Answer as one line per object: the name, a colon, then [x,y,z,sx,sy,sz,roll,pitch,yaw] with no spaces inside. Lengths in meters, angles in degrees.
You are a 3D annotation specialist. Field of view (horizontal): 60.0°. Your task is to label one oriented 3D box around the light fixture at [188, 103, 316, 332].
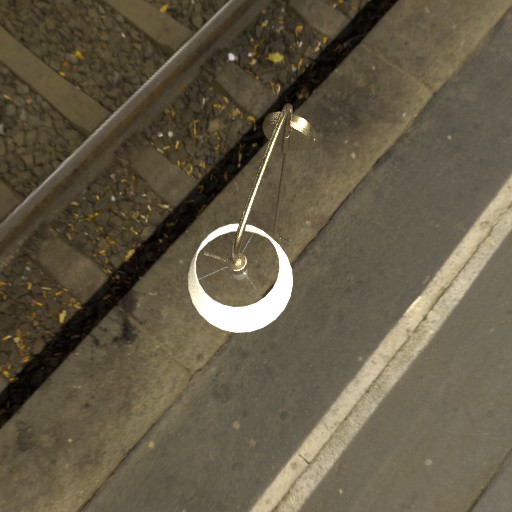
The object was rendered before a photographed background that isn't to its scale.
light fixture: [0.000,0.000,0.476,0.092,0.399,0.176,19,78,4]
